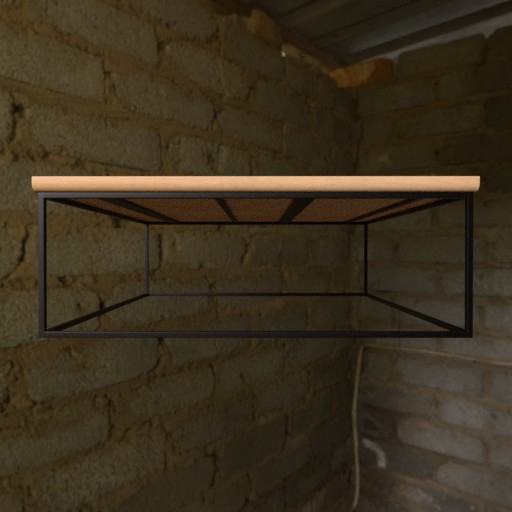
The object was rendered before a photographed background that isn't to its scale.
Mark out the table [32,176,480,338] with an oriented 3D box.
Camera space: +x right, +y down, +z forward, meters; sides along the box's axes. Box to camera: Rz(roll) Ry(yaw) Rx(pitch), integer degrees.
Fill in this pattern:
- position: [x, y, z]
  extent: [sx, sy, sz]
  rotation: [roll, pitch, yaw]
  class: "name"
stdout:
- position: [0.000, 0.000, 1.639]
  extent: [1.100, 0.400, 1.100]
  rotation: [0, 0, 0]
  class: "table"
